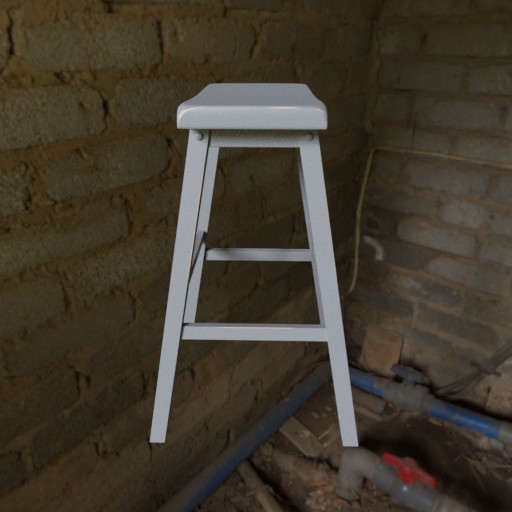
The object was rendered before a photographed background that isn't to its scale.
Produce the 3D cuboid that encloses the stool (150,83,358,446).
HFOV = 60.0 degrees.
[{"bbox_3d":[0.000,0.000,1.058,0.476,0.737,0.457,1,26,1],"label":"stool"}]
